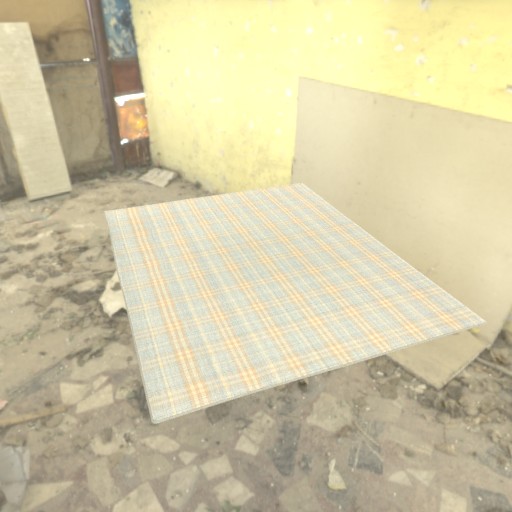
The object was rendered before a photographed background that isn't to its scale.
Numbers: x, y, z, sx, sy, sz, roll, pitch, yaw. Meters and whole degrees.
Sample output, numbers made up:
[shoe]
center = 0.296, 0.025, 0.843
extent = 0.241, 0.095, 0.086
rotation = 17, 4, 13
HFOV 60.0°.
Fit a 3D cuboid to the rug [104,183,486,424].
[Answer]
[rug]
center = 0.000, 0.000, 4.107
extent = 2.462, 0.030, 3.066
rotation = -11, 32, -18
